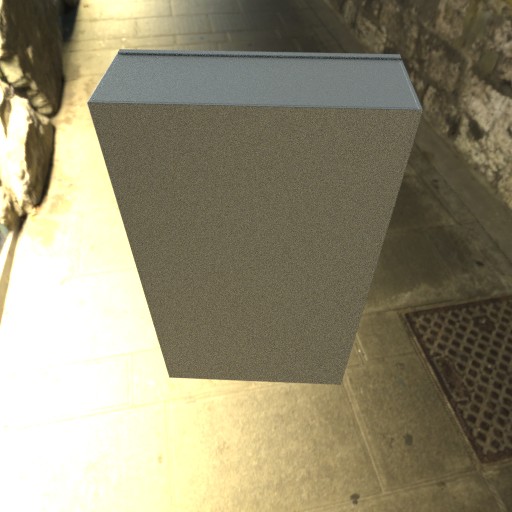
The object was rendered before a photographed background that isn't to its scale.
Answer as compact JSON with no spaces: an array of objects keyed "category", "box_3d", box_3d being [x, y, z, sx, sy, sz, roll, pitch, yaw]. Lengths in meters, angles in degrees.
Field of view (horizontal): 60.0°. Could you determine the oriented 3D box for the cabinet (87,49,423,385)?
[{"category":"cabinet","box_3d":[0.000,0.000,2.593,1.250,2.160,0.480,2,47,2]}]
